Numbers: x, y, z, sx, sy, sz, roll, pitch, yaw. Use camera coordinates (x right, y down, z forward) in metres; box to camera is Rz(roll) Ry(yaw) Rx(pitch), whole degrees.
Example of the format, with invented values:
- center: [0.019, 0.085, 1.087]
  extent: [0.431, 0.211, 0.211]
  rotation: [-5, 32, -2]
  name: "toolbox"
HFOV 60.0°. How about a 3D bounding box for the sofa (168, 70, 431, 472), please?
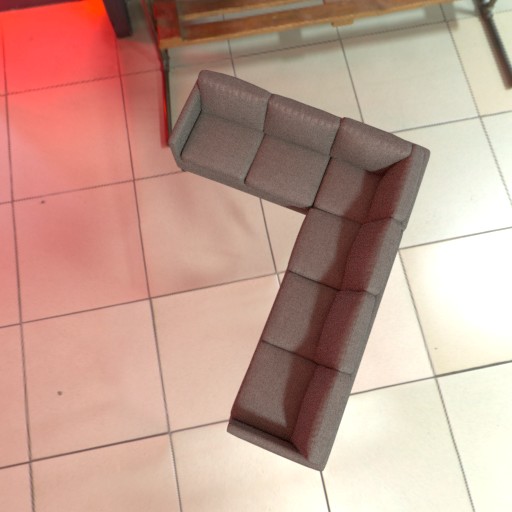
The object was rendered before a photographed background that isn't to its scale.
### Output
- center: [0.000, 0.000, 4.494]
  extent: [2.593, 0.947, 3.302]
  rotation: [21, 77, 5]
  name: "sofa"
